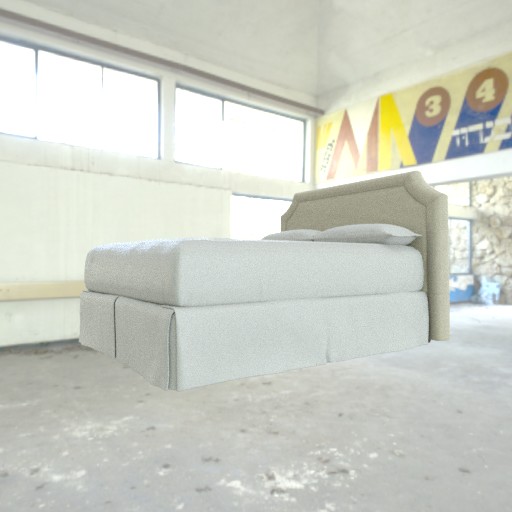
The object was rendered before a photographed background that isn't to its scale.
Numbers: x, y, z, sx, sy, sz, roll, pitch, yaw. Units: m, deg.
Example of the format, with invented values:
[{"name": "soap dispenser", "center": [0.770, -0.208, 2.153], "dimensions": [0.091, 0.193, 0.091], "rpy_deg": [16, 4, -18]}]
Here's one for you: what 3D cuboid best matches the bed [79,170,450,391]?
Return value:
[{"name": "bed", "center": [0.000, 0.000, 3.303], "dimensions": [2.164, 1.297, 1.828], "rpy_deg": [0, -1, -36]}]
